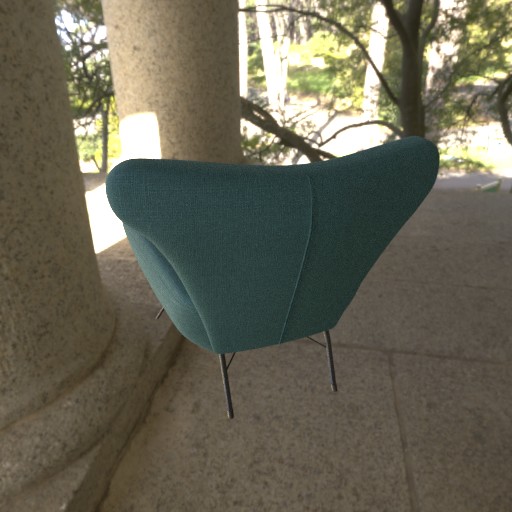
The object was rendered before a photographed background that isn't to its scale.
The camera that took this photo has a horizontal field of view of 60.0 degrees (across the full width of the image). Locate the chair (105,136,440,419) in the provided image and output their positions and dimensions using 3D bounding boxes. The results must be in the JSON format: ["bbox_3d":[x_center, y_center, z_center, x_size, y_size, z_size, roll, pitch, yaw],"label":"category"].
[{"bbox_3d":[0.000,0.000,1.753,1.050,0.980,0.900,-9,28,-18],"label":"chair"}]
